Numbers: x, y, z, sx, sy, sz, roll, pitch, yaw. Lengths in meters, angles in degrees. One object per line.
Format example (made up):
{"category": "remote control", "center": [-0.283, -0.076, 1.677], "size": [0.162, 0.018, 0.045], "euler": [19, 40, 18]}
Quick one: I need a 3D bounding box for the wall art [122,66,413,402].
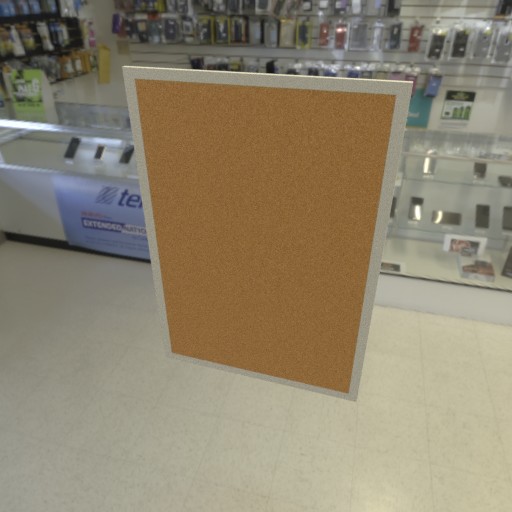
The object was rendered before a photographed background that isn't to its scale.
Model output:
{"category": "wall art", "center": [0.000, 0.000, 1.218], "size": [0.659, 0.940, 0.013], "euler": [9, 33, 15]}
